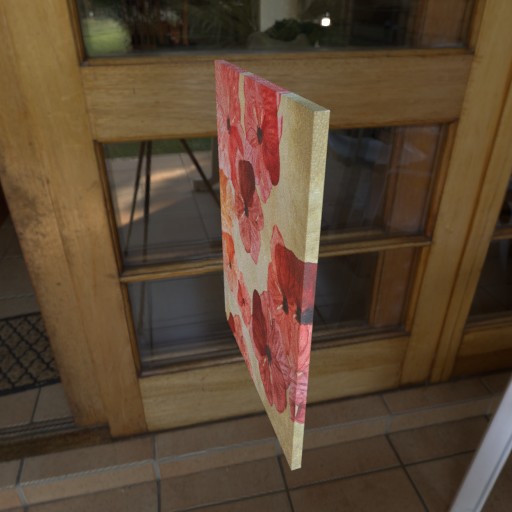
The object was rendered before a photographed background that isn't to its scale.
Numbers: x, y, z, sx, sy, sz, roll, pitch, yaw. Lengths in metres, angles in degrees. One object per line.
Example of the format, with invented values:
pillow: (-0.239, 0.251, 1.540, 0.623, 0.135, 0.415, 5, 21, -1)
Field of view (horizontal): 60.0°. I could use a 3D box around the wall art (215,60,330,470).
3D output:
wall art: (0.000, 0.000, 1.347, 0.031, 1.015, 0.762, -9, 32, -15)
